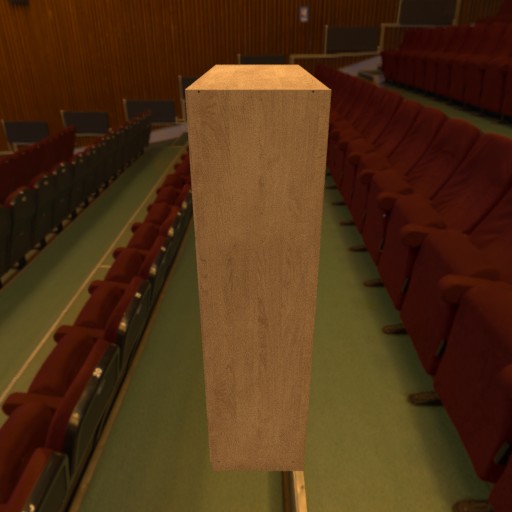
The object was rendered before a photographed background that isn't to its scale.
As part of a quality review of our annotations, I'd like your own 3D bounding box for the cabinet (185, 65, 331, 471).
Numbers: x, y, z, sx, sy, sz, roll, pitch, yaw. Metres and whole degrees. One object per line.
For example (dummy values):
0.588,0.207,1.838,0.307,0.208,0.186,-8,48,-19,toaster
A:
0.000,0.000,2.504,0.510,1.910,1.290,0,27,0,cabinet
